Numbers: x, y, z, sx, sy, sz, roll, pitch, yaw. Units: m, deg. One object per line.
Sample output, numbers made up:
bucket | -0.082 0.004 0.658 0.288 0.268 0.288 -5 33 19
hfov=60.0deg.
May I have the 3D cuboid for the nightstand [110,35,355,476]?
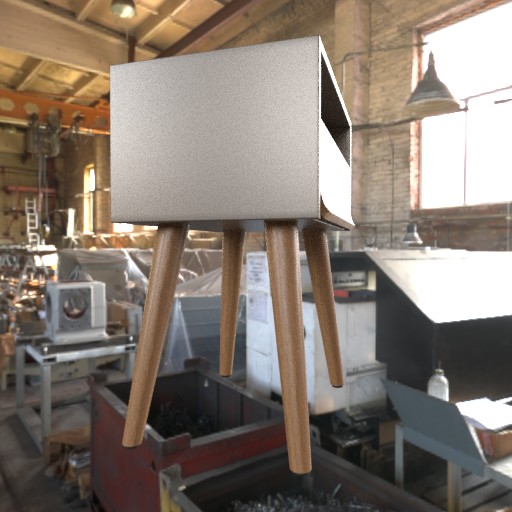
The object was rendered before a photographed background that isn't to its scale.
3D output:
nightstand | 0.000 0.000 0.721 0.288 0.508 0.370 0 1 18
